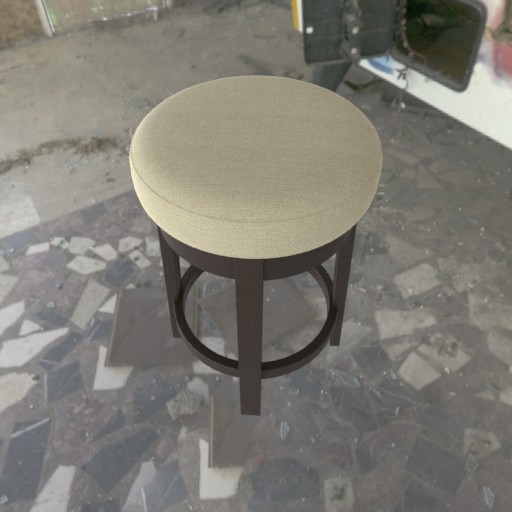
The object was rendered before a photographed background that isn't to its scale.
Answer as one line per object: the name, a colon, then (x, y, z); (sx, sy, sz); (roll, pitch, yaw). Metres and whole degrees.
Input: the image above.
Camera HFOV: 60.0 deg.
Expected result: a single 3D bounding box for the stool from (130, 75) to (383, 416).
stool: (0.000, 0.000, 0.972); (0.449, 0.655, 0.449); (0, 48, 0)
